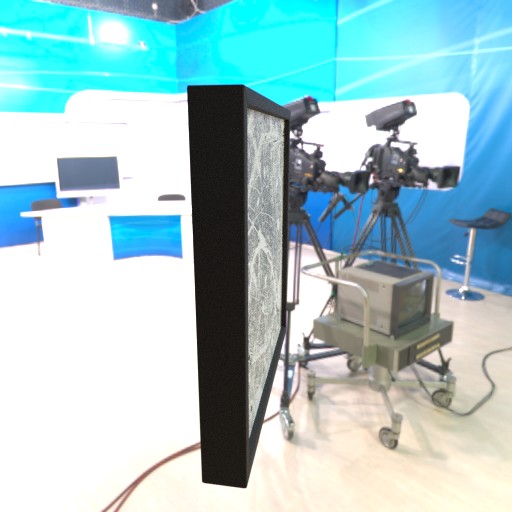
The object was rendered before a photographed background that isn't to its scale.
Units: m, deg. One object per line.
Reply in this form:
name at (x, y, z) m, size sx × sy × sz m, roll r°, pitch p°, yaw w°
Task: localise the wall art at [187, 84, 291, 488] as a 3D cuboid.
wall art at (0.000, 0.000, 0.463) m, size 0.037 × 0.305 × 0.305 m, roll 3°, pitch 15°, yaw 9°
